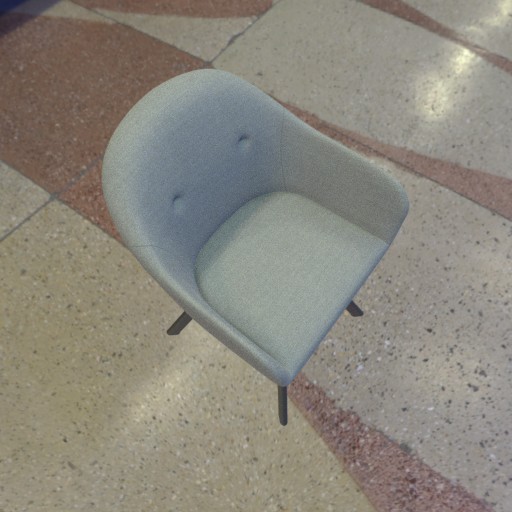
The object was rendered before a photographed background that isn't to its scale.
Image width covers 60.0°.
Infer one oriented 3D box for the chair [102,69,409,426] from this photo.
[{"bbox_3d":[0.000,0.000,1.156,0.570,0.780,0.540,33,65,18],"label":"chair"}]
